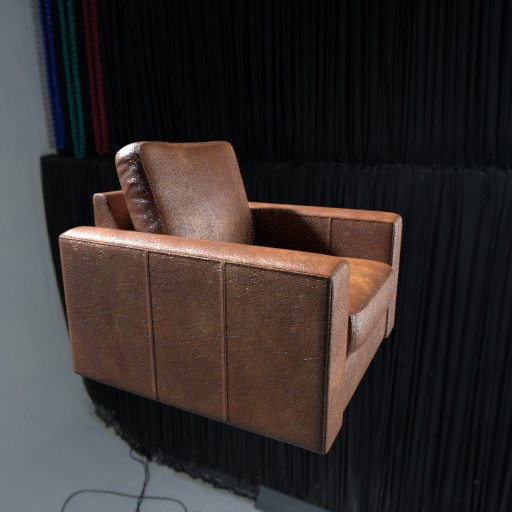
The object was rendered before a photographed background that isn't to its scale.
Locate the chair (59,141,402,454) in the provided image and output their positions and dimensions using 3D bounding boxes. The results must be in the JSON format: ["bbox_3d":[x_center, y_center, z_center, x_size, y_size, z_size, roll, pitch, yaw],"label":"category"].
[{"bbox_3d":[0.000,0.000,1.746,1.016,0.873,1.005,7,16,26],"label":"chair"}]
